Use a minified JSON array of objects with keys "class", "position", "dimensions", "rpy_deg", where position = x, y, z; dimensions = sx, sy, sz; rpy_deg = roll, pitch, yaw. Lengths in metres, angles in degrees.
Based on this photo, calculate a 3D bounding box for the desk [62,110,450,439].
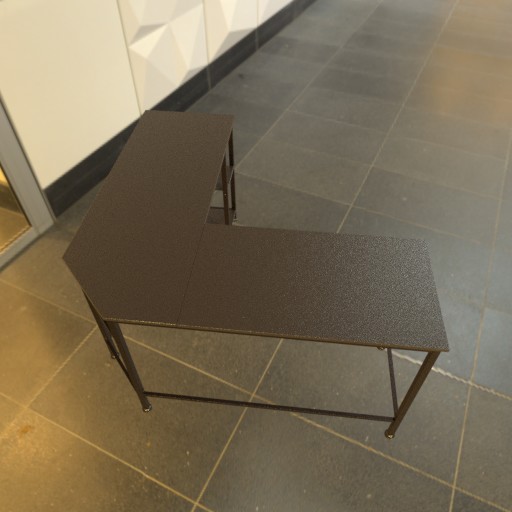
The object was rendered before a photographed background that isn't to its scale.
[{"class":"desk","position":[0.000,0.000,2.187],"dimensions":[1.379,0.739,1.379],"rpy_deg":[5,47,4]}]
